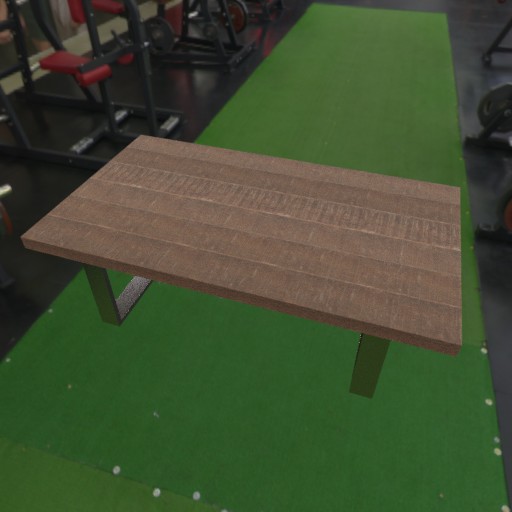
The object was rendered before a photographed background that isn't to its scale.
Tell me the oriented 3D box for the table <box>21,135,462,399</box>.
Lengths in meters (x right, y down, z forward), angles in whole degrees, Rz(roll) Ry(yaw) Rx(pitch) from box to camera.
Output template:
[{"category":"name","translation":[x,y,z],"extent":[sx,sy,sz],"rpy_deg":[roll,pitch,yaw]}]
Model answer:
[{"category":"table","translation":[0.000,0.000,1.747],"extent":[1.400,0.440,0.800],"rpy_deg":[13,43,14]}]
